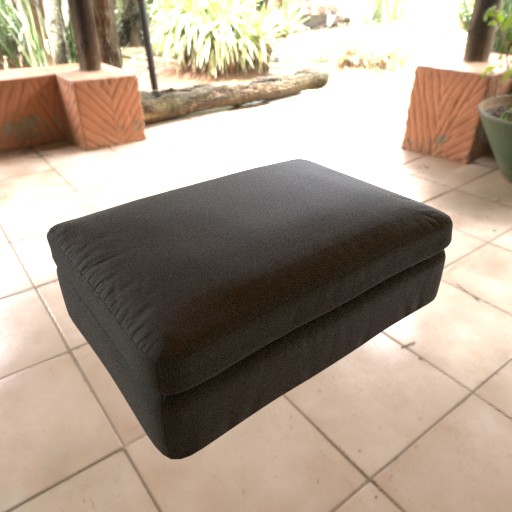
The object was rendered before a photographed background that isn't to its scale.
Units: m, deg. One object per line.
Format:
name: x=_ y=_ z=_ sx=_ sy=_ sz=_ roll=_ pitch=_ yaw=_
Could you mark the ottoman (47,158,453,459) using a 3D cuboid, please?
ottoman: x=0.000 y=0.000 z=1.588 sx=1.199 sy=0.429 sz=0.840 roll=-22 pitch=38 yaw=-32
